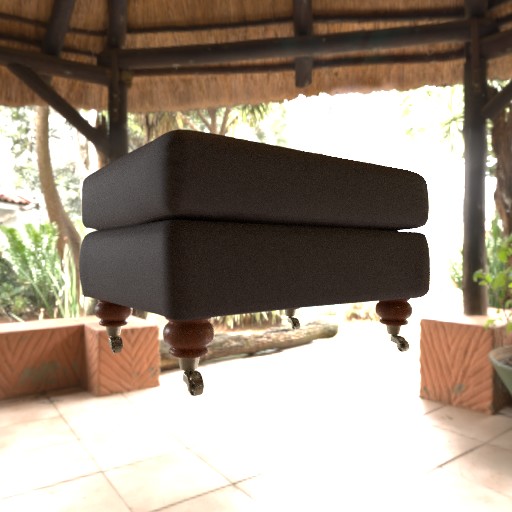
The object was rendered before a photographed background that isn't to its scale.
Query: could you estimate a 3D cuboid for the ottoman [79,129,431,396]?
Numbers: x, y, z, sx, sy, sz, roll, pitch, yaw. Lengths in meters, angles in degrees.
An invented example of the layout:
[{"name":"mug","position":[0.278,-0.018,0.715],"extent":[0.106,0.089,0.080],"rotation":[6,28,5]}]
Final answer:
[{"name":"ottoman","position":[0.000,0.000,1.170],"extent":[0.773,0.497,0.574],"rotation":[0,0,-36]}]
